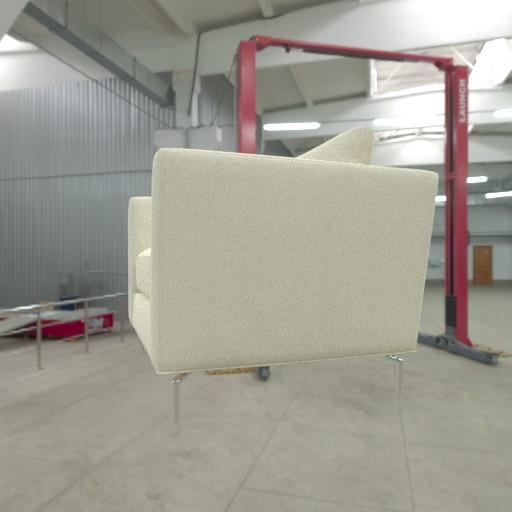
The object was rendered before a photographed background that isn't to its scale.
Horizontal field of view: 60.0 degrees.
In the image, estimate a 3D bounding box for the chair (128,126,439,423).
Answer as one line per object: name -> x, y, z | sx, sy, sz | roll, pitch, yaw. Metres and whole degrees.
chair -> 0.000, 0.000, 1.703 | 0.889, 0.865, 1.041 | 0, 0, -20
